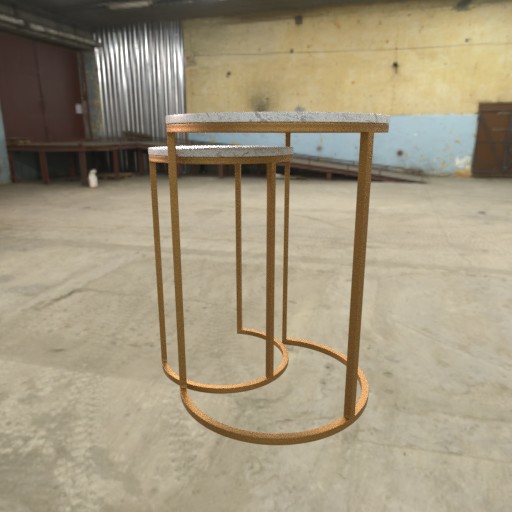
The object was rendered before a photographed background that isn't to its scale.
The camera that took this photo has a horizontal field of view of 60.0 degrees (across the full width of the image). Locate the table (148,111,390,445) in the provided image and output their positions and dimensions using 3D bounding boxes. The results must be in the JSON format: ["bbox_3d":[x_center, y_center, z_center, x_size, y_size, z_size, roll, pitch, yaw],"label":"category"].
[{"bbox_3d":[0.000,0.000,0.923,0.507,0.550,0.400,15,21,43],"label":"table"}]
